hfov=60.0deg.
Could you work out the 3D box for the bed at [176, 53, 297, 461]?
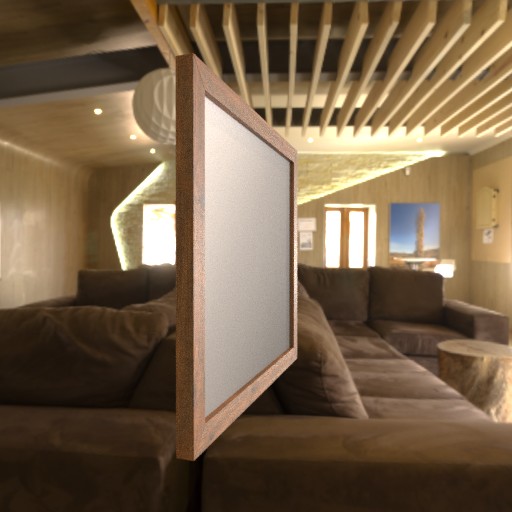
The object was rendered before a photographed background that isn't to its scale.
[{"bbox_3d":[0.000,0.000,1.524,0.046,0.942,1.046,0,1,18],"label":"bed"}]
